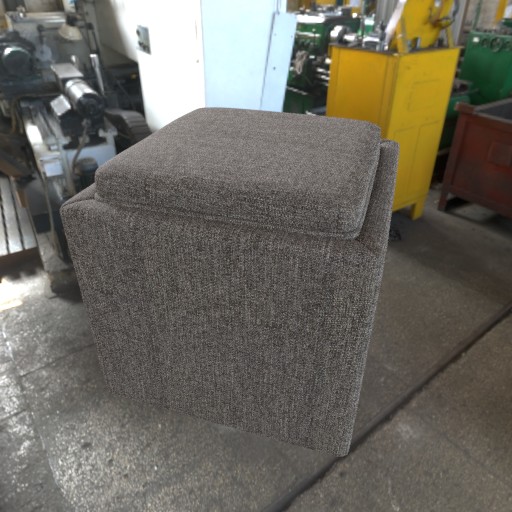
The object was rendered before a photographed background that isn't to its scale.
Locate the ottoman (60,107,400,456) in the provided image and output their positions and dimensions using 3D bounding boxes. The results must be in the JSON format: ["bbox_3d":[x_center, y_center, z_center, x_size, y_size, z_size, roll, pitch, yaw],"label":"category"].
[{"bbox_3d":[0.000,0.000,0.830,0.450,0.460,0.450,10,34,15],"label":"ottoman"}]
